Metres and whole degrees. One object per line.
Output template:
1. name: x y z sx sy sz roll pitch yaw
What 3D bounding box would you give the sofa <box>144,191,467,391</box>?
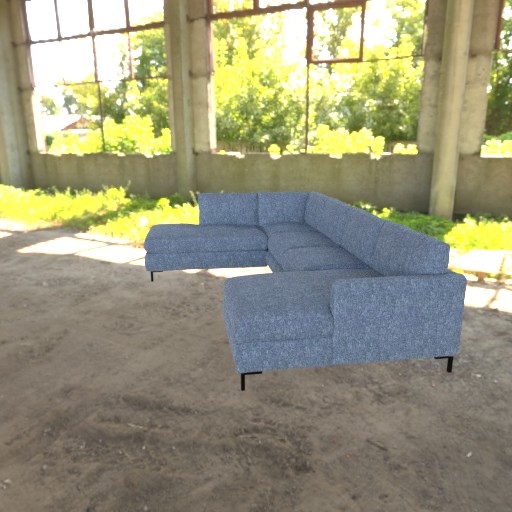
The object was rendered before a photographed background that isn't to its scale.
1. sofa: 0.000 0.000 3.536 1.879 0.756 2.737 -2 15 -8
